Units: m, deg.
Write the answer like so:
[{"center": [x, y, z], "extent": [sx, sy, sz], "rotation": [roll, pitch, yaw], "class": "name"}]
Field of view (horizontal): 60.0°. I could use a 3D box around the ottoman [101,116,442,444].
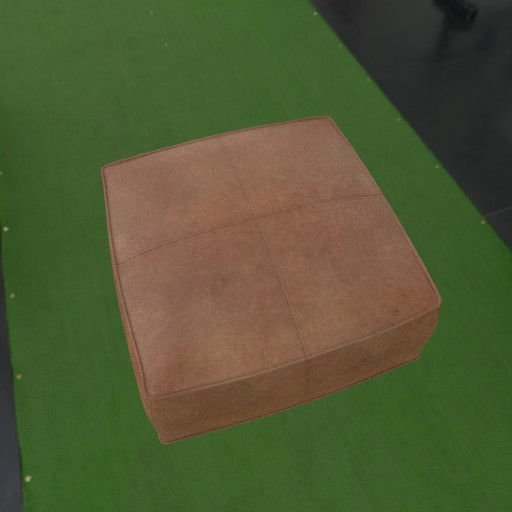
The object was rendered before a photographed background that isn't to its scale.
[{"center": [0.000, 0.000, 1.431], "extent": [0.902, 0.395, 0.901], "rotation": [-15, 59, -9], "class": "ottoman"}]
